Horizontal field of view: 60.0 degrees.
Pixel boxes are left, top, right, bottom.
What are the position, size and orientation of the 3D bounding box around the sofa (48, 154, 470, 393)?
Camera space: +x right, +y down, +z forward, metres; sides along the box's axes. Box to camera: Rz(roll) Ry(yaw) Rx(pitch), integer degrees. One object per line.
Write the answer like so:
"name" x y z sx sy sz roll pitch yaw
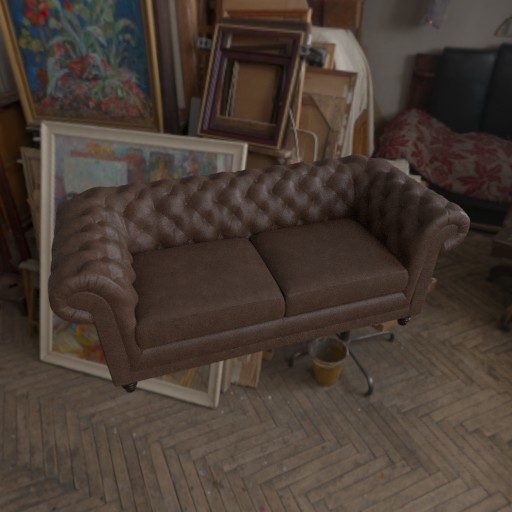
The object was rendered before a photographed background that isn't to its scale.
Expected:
"sofa" 0.000 0.000 2.524 2.048 0.784 0.955 -10 34 -15
